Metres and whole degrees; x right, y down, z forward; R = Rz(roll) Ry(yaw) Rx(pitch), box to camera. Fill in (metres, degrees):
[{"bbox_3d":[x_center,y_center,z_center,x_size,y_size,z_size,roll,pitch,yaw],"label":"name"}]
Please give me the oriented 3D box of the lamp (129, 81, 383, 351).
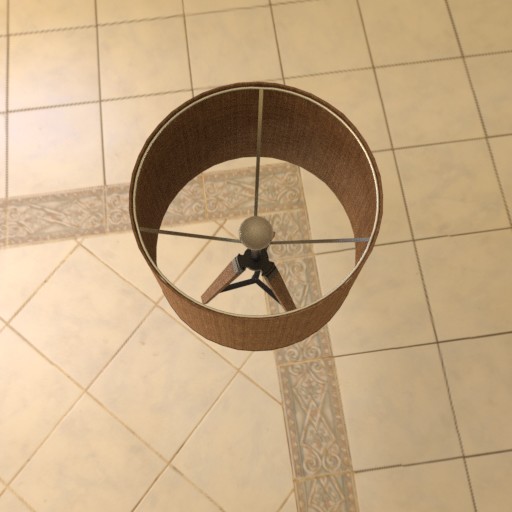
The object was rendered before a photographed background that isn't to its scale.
[{"bbox_3d":[0.000,0.000,0.681,0.290,0.514,0.290,0,76,0],"label":"lamp"}]
